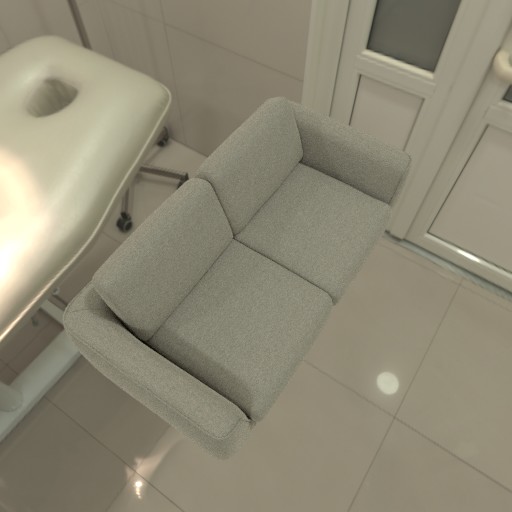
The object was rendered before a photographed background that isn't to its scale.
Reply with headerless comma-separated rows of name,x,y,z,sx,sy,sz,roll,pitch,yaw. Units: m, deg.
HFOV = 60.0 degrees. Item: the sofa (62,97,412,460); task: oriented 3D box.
sofa,0.000,0.000,2.188,0.920,0.850,1.700,30,63,17
